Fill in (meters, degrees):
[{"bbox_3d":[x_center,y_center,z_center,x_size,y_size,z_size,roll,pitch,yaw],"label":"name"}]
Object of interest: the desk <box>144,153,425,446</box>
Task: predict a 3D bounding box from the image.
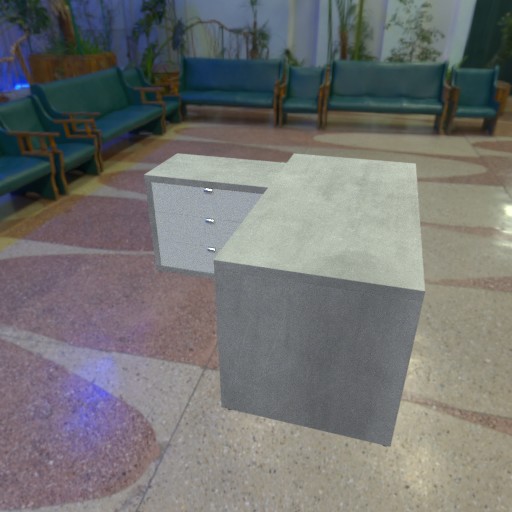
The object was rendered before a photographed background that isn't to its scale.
[{"bbox_3d":[0.000,0.000,2.322,1.500,0.740,1.400,8,30,14],"label":"desk"}]
